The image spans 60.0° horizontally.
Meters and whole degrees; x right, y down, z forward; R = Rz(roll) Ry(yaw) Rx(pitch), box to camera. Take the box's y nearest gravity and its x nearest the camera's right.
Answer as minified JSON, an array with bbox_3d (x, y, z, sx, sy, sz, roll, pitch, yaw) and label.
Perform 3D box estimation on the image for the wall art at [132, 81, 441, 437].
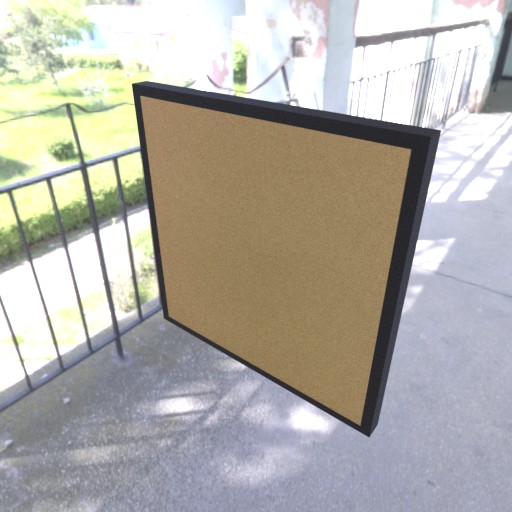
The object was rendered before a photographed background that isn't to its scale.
[{"bbox_3d":[0.000,0.000,0.757,0.508,0.507,0.033,22,38,32],"label":"wall art"}]
